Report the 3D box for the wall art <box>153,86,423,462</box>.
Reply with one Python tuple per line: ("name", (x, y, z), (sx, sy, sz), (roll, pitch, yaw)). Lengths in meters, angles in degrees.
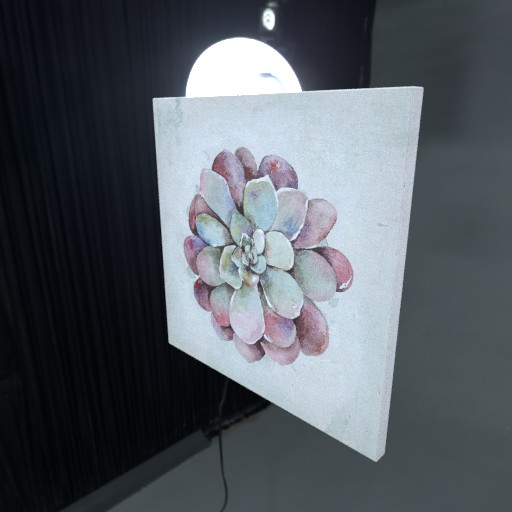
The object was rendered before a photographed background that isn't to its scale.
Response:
("wall art", (0.000, 0.000, 1.110), (0.762, 0.762, 0.041), (16, 24, 41))
